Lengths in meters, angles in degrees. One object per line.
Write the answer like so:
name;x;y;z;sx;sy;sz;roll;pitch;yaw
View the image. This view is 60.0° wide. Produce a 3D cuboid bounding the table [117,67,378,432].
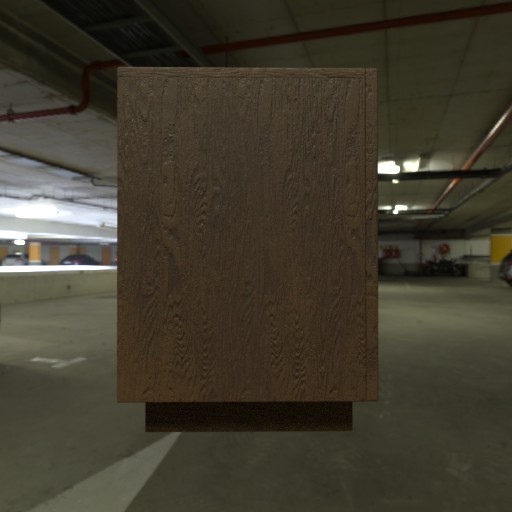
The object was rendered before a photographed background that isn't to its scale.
table;0.000;0.000;0.969;0.439;0.585;0.560;0;0;-1
